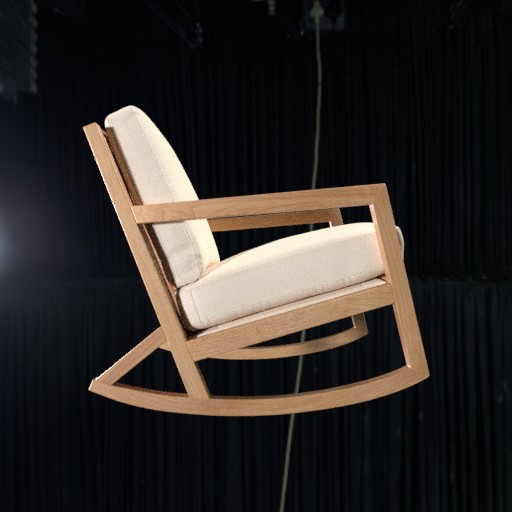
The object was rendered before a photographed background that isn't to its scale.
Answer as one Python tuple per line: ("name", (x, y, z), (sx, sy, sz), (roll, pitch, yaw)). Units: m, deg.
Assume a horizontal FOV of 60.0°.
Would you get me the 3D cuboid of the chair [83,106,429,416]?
("chair", (0.000, 0.000, 1.406), (0.857, 0.790, 0.622), (0, 0, 0))
